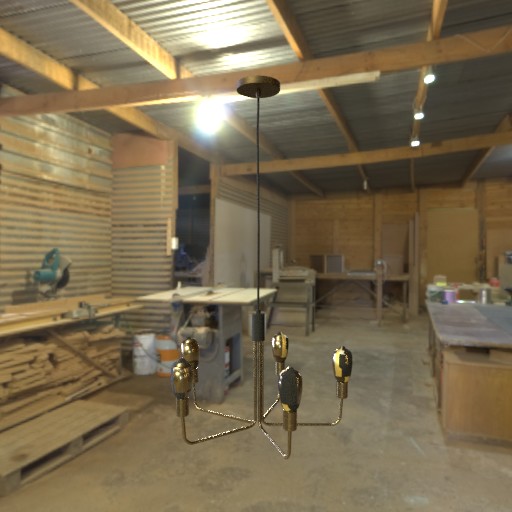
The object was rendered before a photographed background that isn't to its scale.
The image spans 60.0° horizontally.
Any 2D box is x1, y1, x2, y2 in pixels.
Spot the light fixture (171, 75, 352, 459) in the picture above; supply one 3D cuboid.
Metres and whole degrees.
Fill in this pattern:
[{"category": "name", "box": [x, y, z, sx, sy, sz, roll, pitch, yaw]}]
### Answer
[{"category": "light fixture", "box": [0.000, 0.000, 1.399, 0.588, 1.059, 0.532, 0, 1, 18]}]
